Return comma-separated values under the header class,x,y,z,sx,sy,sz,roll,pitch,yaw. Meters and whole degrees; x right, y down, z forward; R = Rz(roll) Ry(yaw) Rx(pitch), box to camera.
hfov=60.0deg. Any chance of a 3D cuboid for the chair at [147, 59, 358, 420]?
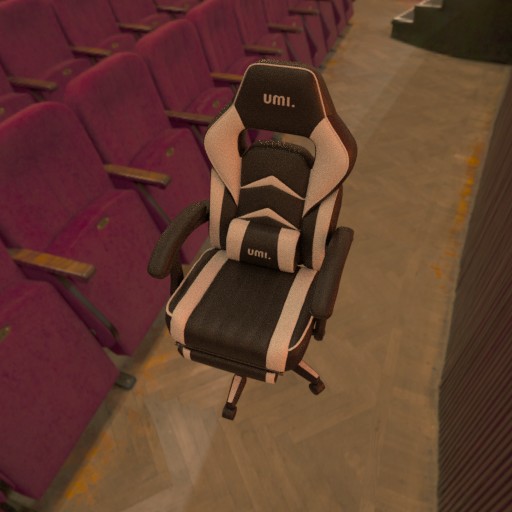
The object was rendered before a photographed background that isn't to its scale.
class,x,y,z,sx,sy,sz,roll,pitch,yaw
chair,0.000,0.000,1.635,0.676,1.200,0.700,13,43,14
